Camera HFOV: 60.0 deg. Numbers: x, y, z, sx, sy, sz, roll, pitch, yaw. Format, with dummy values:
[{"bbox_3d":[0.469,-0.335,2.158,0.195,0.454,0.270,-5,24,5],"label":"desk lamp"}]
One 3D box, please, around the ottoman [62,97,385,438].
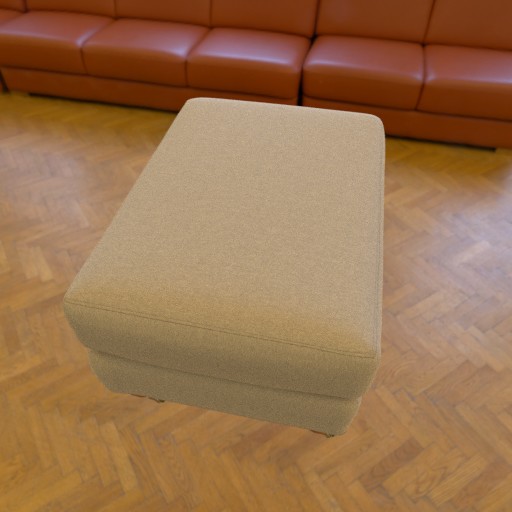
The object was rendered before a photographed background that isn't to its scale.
[{"bbox_3d":[0.000,0.000,1.120,0.574,0.497,0.773,9,48,8],"label":"ottoman"}]
